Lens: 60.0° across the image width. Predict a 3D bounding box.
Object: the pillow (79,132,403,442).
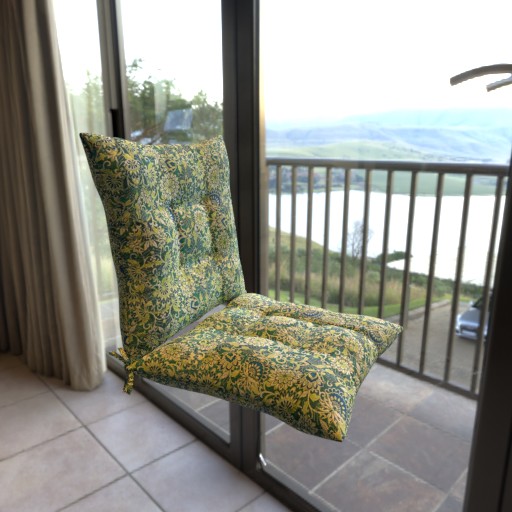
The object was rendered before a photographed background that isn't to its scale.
[{"bbox_3d":[0.000,0.000,0.997,0.585,0.536,0.541,7,16,27],"label":"pillow"}]
